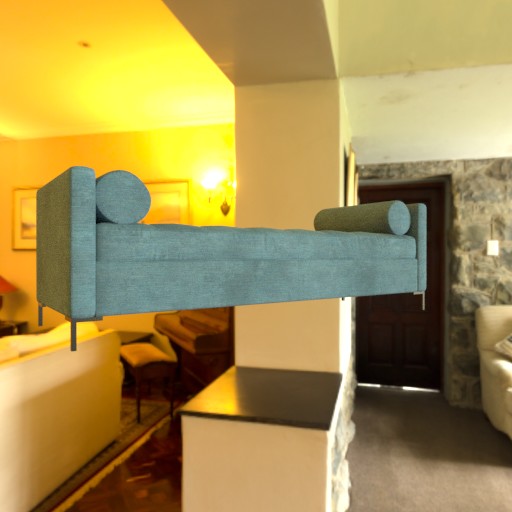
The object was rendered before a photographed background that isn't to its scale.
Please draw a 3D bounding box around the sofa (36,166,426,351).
[{"bbox_3d":[0.000,0.000,2.313,1.981,0.635,0.686,0,0,-35],"label":"sofa"}]
